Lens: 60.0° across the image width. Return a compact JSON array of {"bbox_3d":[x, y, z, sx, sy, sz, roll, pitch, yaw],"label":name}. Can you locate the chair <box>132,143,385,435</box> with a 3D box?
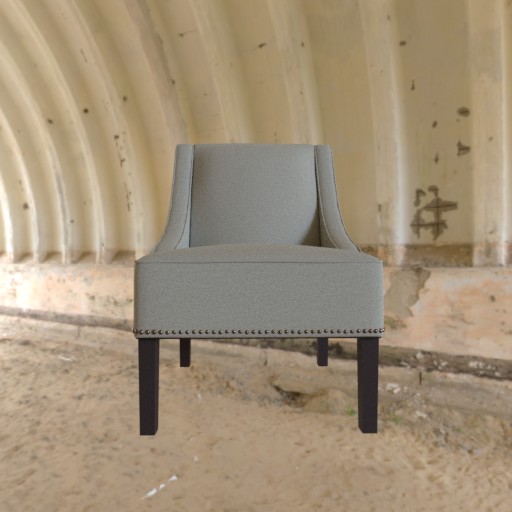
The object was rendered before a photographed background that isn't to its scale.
[{"bbox_3d":[0.000,0.000,1.394,0.610,0.864,0.737,0,0,-1],"label":"chair"}]
